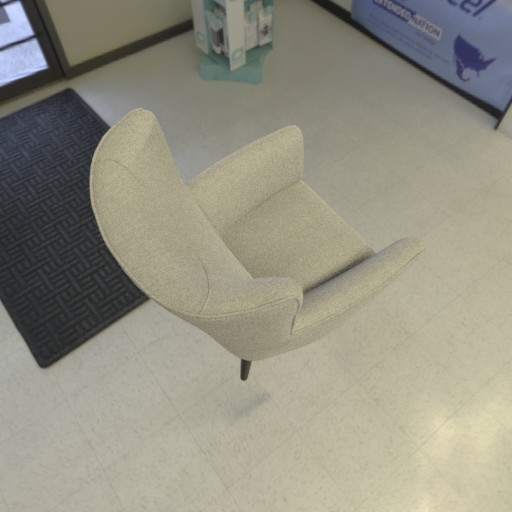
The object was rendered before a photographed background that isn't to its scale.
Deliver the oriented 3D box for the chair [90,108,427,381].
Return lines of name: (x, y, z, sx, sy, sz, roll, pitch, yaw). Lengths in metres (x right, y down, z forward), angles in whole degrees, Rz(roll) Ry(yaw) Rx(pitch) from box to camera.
chair: (0.000, 0.000, 1.587, 0.888, 0.933, 0.781, -30, 61, -18)
